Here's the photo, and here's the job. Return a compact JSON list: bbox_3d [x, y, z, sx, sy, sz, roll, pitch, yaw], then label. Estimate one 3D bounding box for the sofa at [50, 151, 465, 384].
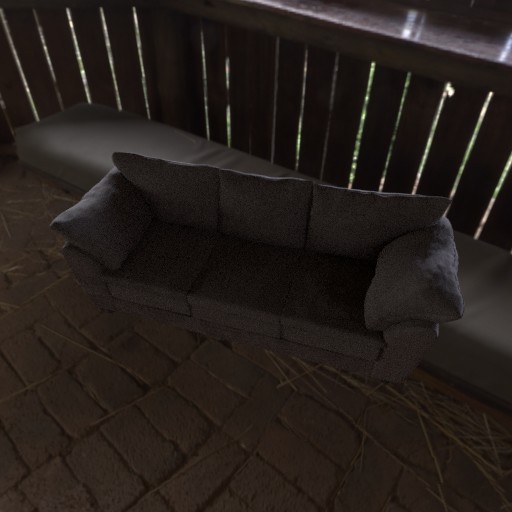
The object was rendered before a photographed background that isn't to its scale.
[{"bbox_3d":[0.000,0.000,2.878,2.377,0.981,0.893,12,43,13],"label":"sofa"}]
